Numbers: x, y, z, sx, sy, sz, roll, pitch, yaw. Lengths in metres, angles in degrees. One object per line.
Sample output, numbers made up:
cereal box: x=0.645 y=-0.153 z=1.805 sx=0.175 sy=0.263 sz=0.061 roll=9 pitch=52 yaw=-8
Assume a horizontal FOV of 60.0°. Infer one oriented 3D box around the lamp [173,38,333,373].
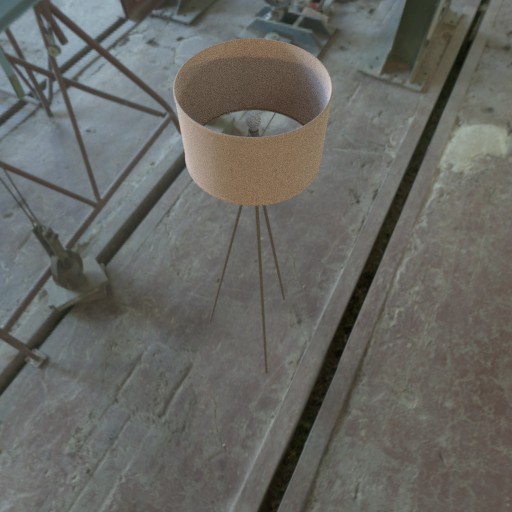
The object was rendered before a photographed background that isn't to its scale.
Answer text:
lamp: x=0.000 y=0.000 z=1.766 sx=0.449 sy=1.545 sz=0.460 roll=-16 pitch=58 yaw=-10
